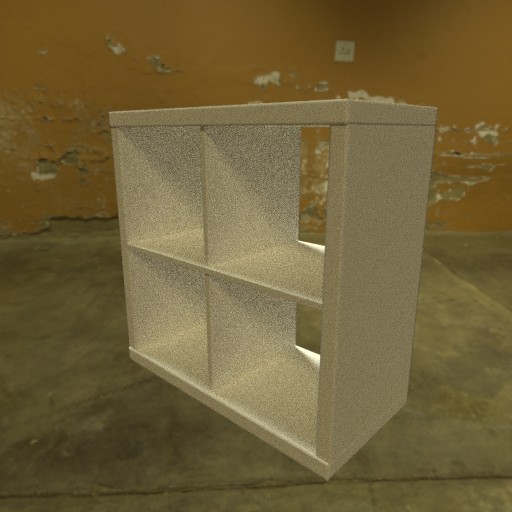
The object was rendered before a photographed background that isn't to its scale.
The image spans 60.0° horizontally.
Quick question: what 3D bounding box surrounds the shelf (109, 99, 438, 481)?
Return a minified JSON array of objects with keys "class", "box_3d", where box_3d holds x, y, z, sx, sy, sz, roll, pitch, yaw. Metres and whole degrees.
[{"class":"shelf","box_3d":[0.000,0.000,1.254,0.790,0.786,0.390,14,21,41]}]
